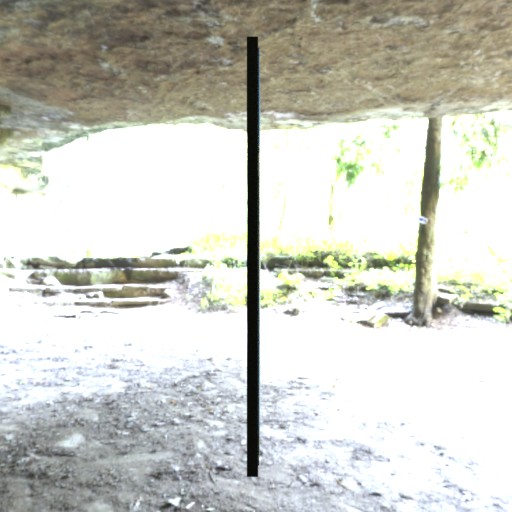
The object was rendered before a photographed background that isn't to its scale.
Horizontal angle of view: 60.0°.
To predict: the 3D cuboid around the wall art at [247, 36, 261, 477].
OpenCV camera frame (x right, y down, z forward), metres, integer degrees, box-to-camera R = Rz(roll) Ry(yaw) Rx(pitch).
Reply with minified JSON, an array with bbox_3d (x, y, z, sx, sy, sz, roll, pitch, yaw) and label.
[{"bbox_3d":[0.000,0.000,0.689,0.013,0.457,0.458,0,0,1],"label":"wall art"}]
